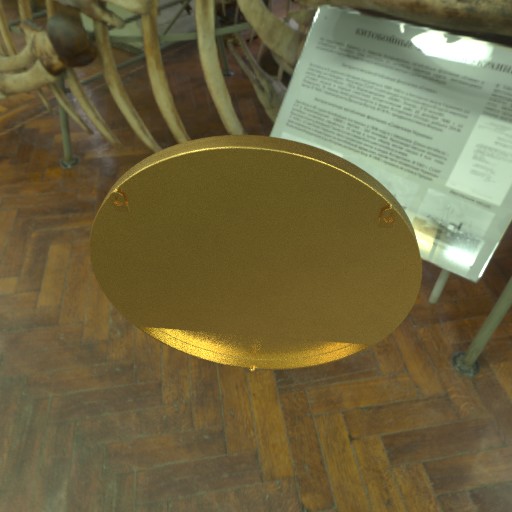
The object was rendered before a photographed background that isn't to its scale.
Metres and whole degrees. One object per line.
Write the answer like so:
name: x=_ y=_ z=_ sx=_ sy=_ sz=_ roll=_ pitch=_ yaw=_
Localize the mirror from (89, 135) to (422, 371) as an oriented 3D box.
mirror: x=0.000 y=0.000 z=0.671 sx=0.457 sy=0.457 sz=0.133 roll=4 pitch=46 yaw=4
